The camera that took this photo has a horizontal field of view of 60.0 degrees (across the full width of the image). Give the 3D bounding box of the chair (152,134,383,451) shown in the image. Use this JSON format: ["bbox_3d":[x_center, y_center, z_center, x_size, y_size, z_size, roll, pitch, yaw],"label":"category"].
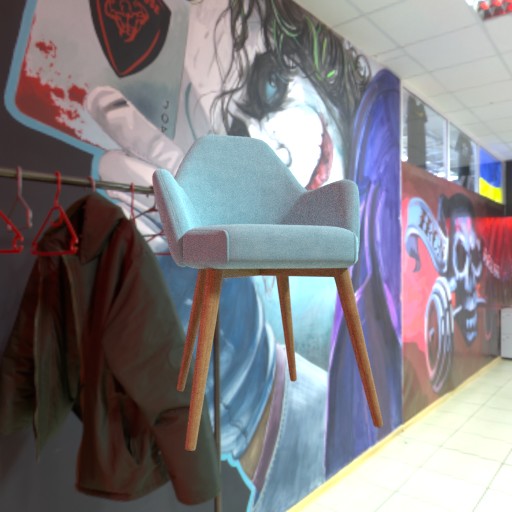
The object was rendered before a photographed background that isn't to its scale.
[{"bbox_3d":[0.000,0.000,1.277,0.590,0.840,0.610,0,0,-17],"label":"chair"}]
